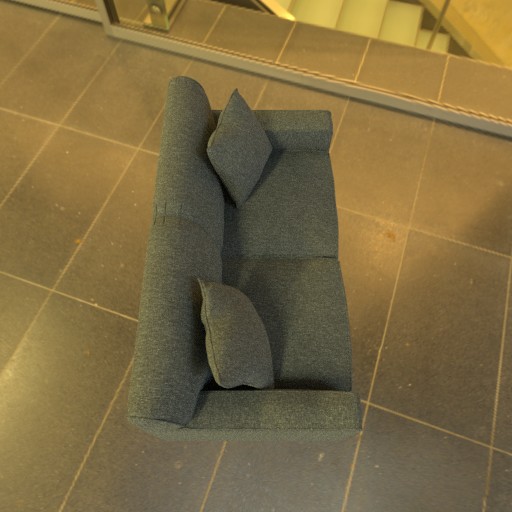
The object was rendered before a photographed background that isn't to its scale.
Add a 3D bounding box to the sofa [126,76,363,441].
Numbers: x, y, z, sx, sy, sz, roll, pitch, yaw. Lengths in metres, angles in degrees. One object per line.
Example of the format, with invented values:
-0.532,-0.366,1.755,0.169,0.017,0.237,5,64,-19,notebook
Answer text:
0.000,0.000,2.443,0.998,0.958,1.846,0,63,0,sofa
